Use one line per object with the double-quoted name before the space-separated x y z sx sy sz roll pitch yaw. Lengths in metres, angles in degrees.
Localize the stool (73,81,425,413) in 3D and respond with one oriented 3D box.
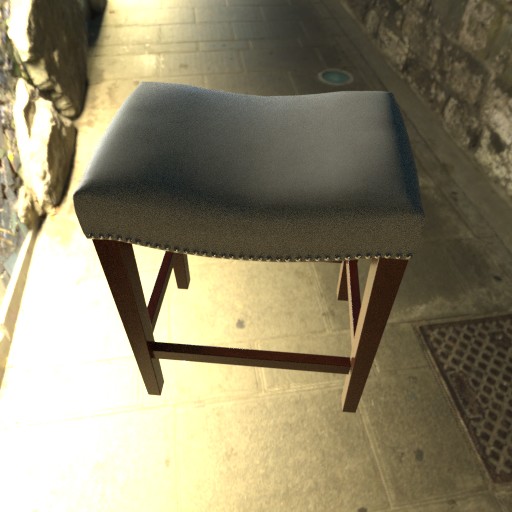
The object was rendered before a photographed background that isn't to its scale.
"stool" 0.000 0.000 0.945 0.509 0.632 0.375 4 46 4
